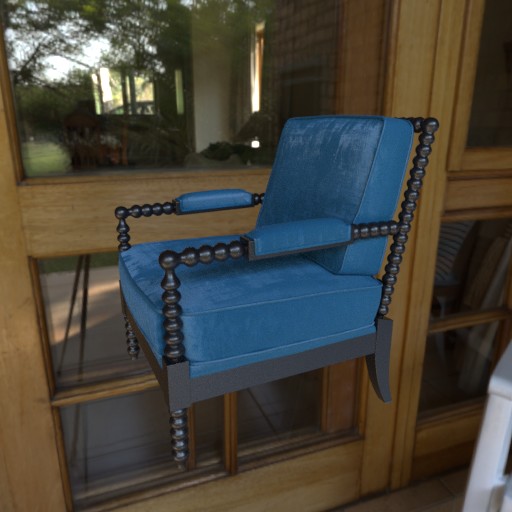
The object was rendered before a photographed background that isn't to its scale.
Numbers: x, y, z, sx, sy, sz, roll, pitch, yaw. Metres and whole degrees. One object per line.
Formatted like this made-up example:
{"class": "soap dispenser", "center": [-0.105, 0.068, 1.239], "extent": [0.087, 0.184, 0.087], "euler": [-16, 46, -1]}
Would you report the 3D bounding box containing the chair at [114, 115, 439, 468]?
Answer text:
{"class": "chair", "center": [0.000, 0.000, 1.408], "extent": [0.805, 0.857, 0.688], "euler": [-8, 18, -25]}
